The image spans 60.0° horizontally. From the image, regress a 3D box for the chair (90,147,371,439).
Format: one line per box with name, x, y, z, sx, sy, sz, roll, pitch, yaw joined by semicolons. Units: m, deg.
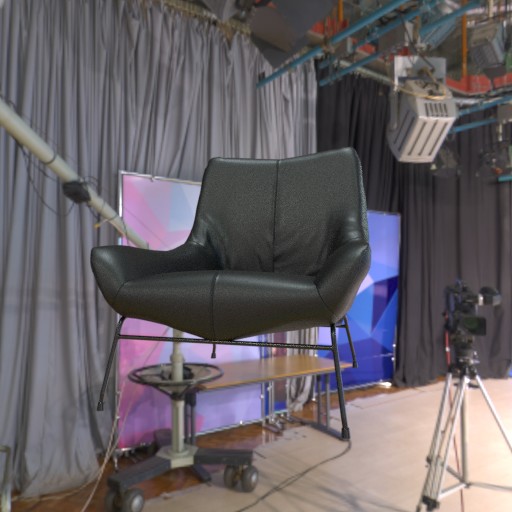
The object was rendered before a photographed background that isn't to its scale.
chair;0.000;0.000;1.600;0.836;0.922;0.826;0;-1;17
